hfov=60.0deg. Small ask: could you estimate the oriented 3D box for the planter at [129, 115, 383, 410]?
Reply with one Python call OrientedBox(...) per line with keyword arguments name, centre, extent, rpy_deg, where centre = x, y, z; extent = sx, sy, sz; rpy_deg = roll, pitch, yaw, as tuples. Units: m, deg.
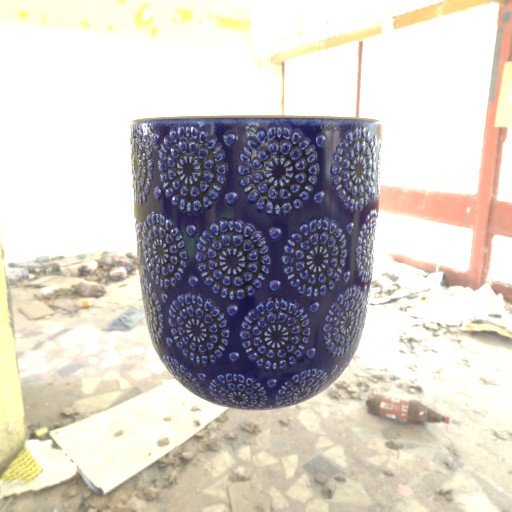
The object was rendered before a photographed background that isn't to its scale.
OrientedBox(name="planter", centre=(0.000, 0.000, 0.354), extent=(0.184, 0.206, 0.184), rpy_deg=(0, 15, 0))
